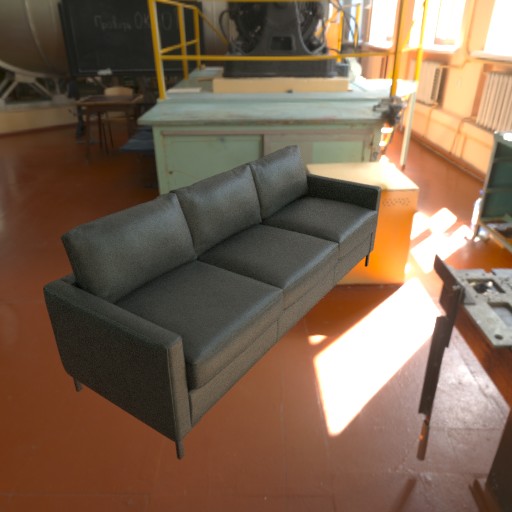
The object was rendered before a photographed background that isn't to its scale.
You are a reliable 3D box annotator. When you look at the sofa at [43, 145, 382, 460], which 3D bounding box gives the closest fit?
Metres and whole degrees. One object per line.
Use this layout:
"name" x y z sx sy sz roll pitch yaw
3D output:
"sofa" 0.000 0.000 2.415 0.748 0.805 2.029 17 32 30
